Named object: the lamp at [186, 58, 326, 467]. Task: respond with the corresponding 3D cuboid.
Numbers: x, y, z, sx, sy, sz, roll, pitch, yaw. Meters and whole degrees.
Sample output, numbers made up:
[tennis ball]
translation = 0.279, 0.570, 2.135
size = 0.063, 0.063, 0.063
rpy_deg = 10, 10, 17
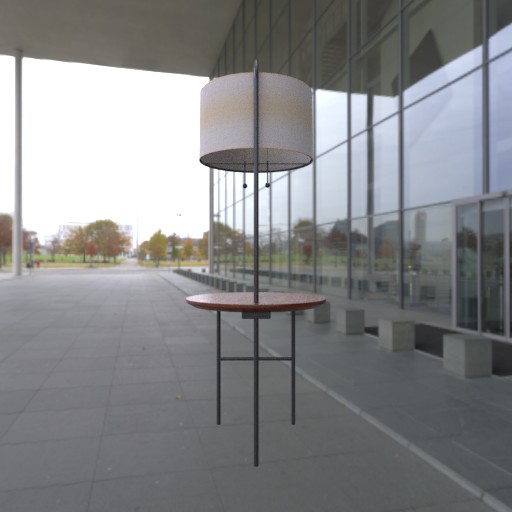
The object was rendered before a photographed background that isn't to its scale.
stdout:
[lamp]
translation = 0.000, 0.000, 1.833
size = 0.573, 1.517, 0.573
rpy_deg = 0, 0, 0
